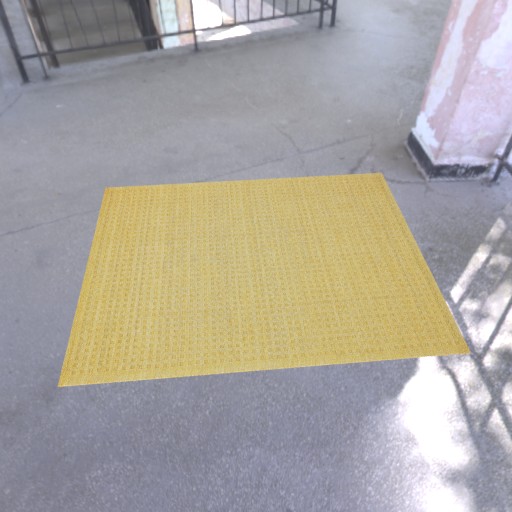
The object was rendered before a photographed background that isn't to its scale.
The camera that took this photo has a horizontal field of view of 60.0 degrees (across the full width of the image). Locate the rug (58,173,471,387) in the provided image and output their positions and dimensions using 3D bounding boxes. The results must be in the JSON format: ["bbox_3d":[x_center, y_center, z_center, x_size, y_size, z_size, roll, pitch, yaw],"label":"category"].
[{"bbox_3d":[0.000,0.000,4.331,3.242,0.015,2.486,-4,46,-4],"label":"rug"}]
